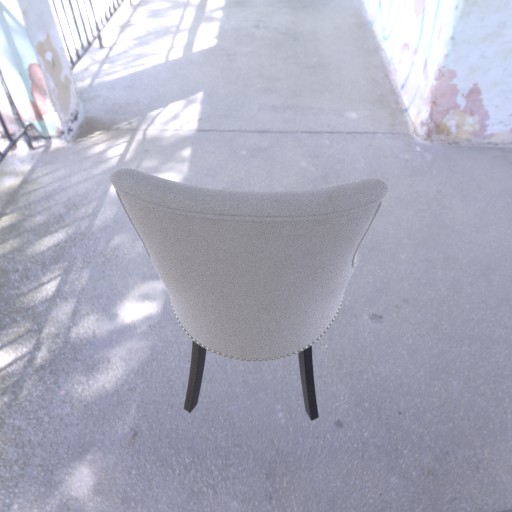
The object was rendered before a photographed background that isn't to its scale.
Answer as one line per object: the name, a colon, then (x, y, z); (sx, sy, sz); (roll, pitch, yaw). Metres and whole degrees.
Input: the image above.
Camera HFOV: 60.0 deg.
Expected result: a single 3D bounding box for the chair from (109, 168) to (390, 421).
chair: (0.000, 0.000, 1.287); (0.566, 0.909, 0.629); (3, 47, 3)
